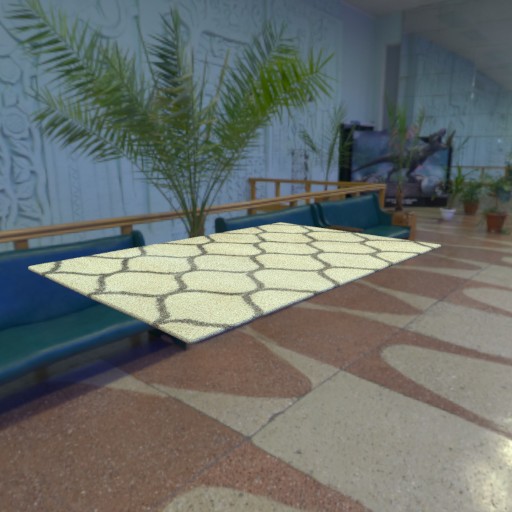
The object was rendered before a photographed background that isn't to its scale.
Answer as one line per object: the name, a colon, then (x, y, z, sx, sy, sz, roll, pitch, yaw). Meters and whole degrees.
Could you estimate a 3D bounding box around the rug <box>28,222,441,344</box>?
rug: (0.000, 0.000, 3.410, 1.801, 0.026, 2.701, 12, 18, 42)
